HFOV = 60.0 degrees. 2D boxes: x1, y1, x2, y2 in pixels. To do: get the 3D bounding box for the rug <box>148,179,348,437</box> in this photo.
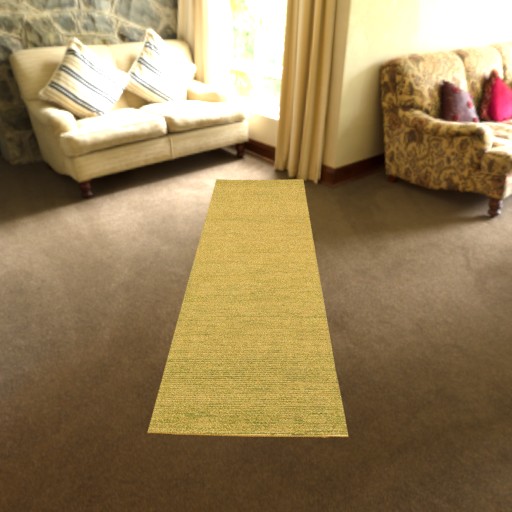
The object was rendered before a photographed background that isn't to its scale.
[{"bbox_3d":[0.000,0.000,2.498,0.686,0.013,2.340,1,31,1],"label":"rug"}]
